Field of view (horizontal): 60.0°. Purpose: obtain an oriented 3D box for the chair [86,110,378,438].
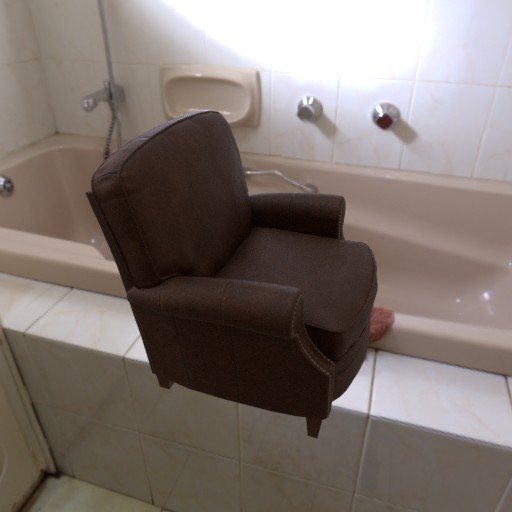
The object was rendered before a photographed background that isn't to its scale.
[{"bbox_3d":[0.000,0.000,1.798,0.986,1.018,0.936,11,33,17],"label":"chair"}]
